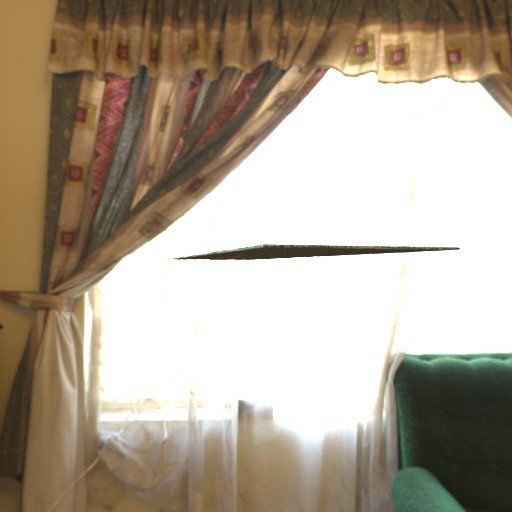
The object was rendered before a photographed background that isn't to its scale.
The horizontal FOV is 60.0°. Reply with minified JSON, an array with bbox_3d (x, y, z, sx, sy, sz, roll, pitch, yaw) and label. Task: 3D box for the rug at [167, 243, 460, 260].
[{"bbox_3d":[0.000,0.000,2.627,0.750,0.011,2.435,0,-2,-18],"label":"rug"}]
